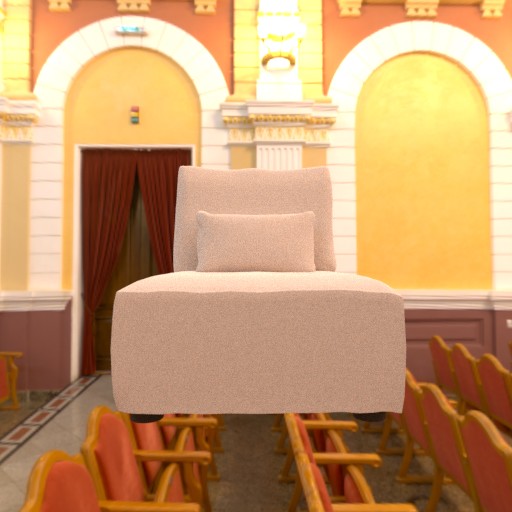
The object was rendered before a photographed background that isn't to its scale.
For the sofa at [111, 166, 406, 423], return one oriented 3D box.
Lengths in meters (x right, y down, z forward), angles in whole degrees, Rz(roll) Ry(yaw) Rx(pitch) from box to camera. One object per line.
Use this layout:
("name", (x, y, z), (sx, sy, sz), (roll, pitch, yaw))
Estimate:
("sofa", (0.000, 0.000, 1.549), (0.700, 0.820, 1.000), (0, -1, -1))
